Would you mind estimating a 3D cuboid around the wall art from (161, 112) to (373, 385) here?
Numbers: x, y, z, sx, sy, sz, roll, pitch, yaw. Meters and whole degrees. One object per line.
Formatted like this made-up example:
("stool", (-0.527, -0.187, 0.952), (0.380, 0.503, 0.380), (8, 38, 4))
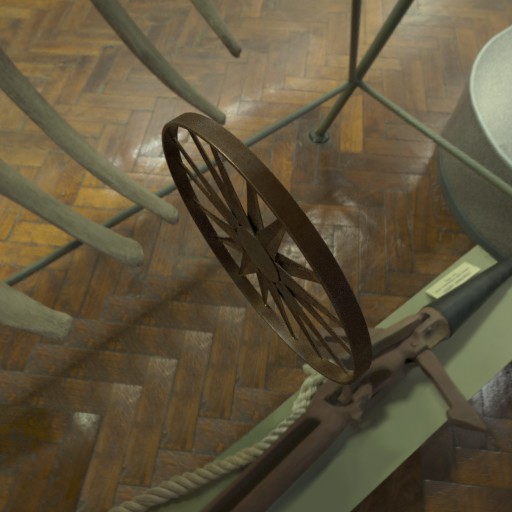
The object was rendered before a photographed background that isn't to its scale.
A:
("wall art", (0.000, 0.000, 0.858), (0.084, 0.583, 0.582), (-33, 65, -18))
